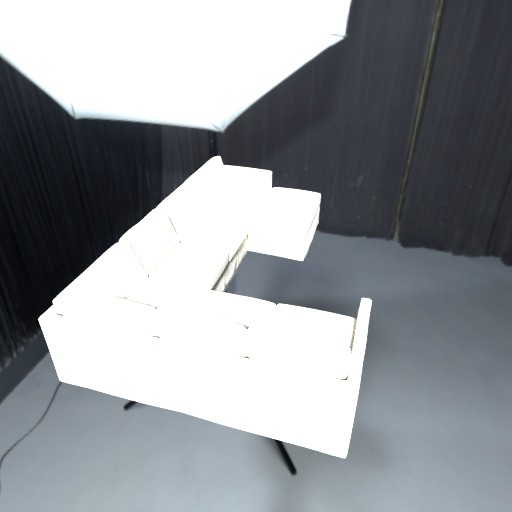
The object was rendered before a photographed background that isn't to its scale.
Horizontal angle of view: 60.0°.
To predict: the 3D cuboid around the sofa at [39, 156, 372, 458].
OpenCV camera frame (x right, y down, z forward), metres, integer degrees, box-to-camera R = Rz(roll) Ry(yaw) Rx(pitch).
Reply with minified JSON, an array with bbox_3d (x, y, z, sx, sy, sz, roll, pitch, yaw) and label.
[{"bbox_3d":[0.000,0.000,4.594,2.427,0.882,3.460,9,34,14],"label":"sofa"}]
